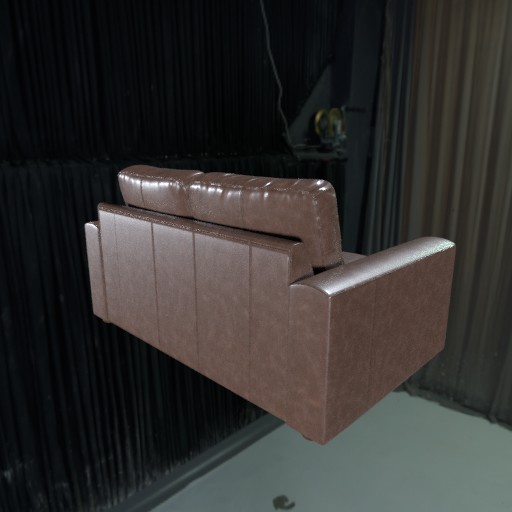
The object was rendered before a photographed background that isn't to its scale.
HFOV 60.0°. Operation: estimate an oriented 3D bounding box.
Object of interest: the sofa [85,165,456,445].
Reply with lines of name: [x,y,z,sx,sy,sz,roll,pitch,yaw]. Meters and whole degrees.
sofa: [0.000,0.000,2.232,1.616,0.873,1.016,14,21,42]
